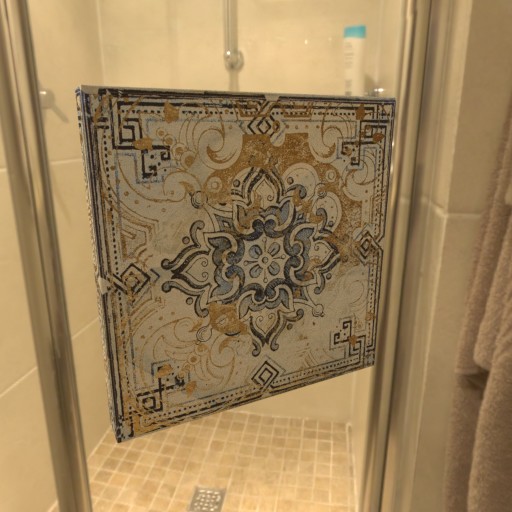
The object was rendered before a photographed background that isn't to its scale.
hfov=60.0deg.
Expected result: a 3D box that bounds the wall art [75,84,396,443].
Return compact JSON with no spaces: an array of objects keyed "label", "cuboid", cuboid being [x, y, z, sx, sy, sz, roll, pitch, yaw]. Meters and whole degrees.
[{"label":"wall art","cuboid":[0.000,0.000,0.443,0.302,0.306,0.038,-8,18,-26]}]
